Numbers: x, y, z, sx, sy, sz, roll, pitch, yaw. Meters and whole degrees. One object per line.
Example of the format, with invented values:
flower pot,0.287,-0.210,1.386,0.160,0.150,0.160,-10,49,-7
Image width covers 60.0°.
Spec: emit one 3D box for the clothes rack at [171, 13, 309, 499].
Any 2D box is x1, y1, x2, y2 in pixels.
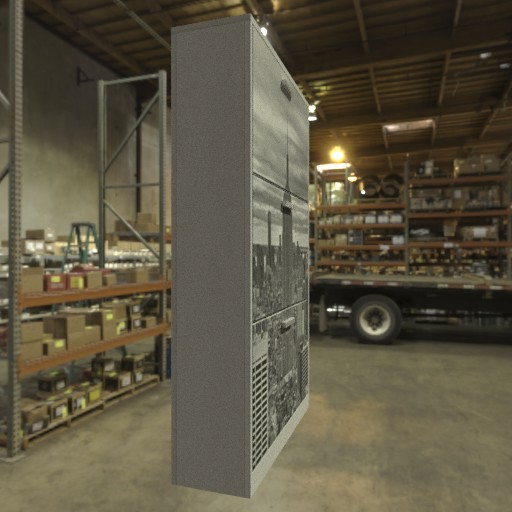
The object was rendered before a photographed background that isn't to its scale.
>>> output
clothes rack,0.000,0.000,1.558,0.250,1.280,0.750,0,0,19
